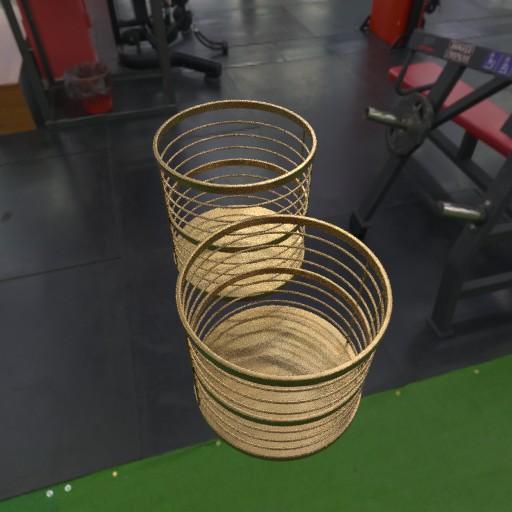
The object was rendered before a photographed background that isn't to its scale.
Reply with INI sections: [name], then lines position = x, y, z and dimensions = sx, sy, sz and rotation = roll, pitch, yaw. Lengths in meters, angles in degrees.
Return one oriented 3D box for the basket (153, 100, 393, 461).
[basket]
position = 0.000, 0.000, 0.961
dimensions = 0.356, 0.351, 0.746
rotation = -10, 46, -9
